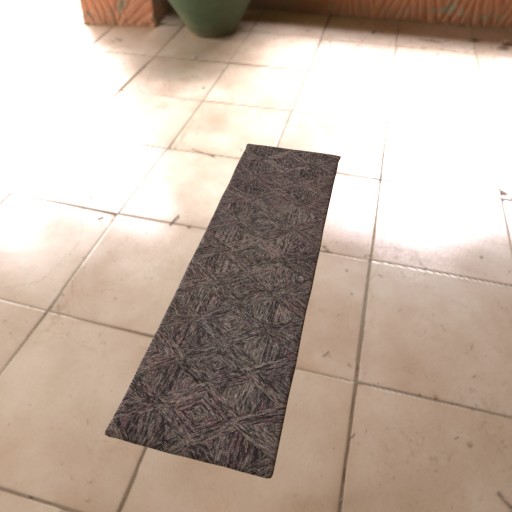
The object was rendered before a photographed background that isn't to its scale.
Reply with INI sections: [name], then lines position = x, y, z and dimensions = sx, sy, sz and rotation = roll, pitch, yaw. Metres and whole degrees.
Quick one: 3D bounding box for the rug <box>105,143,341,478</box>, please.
[rug]
position = 0.000, 0.000, 2.535
dimensions = 0.719, 0.013, 2.305
rotation = 10, 46, 10
